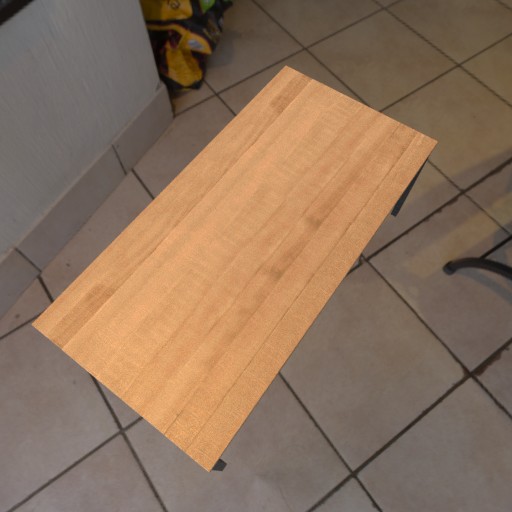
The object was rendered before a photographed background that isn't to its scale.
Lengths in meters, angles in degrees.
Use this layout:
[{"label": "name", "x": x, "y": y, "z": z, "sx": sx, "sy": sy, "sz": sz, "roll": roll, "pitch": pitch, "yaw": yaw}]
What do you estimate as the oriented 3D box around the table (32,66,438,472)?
[{"label": "table", "x": 0.000, "y": 0.000, "z": 1.381, "sx": 0.551, "sy": 0.399, "sz": 1.100, "roll": 33, "pitch": 68, "yaw": 15}]
